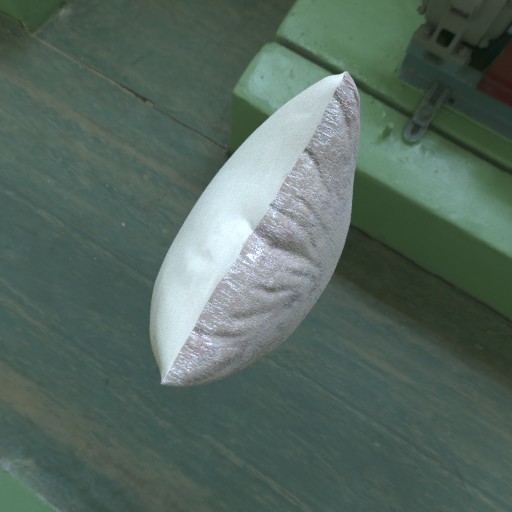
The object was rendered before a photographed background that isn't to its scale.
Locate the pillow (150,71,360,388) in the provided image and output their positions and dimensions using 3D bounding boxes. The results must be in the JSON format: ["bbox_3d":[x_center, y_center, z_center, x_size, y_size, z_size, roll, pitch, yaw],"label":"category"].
[{"bbox_3d":[0.000,0.000,0.731,0.245,0.448,0.450,31,78,7],"label":"pillow"}]
